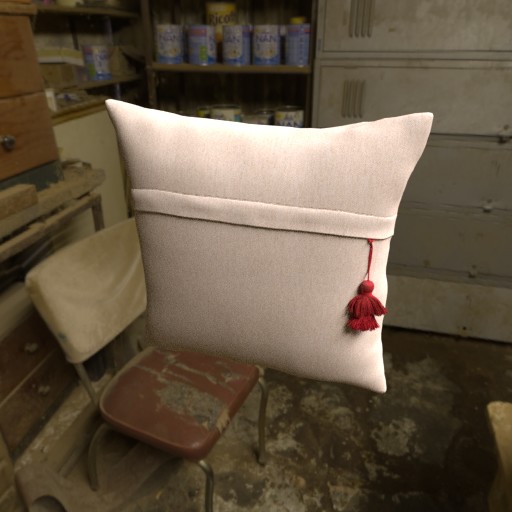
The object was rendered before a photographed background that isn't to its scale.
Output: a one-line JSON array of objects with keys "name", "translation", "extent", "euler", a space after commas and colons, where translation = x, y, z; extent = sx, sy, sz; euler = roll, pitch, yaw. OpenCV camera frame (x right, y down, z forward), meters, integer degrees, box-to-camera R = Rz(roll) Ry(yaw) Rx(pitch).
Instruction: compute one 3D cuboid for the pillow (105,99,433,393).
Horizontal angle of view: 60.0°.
[{"name": "pillow", "translation": [0.000, 0.000, 0.669], "extent": [0.433, 0.436, 0.173], "euler": [7, 27, 15]}]
